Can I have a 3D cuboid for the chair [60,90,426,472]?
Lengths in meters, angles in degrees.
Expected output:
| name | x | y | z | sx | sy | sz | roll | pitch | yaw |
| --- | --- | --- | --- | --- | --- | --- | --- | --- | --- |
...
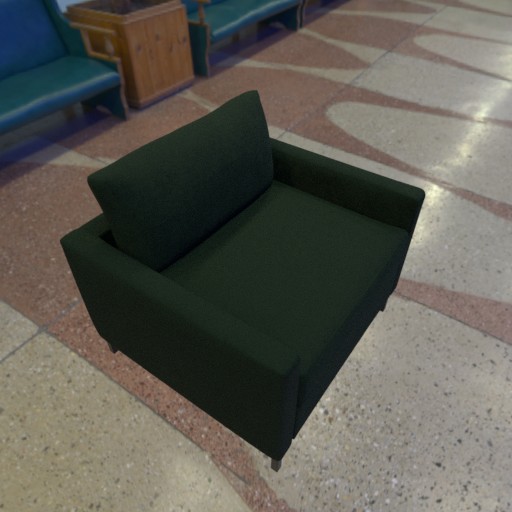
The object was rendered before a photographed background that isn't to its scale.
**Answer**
| name | x | y | z | sx | sy | sz | roll | pitch | yaw |
| --- | --- | --- | --- | --- | --- | --- | --- | --- | --- |
| chair | 0.000 | 0.000 | 1.603 | 0.866 | 0.861 | 0.963 | 26 | 49 | 25 |
